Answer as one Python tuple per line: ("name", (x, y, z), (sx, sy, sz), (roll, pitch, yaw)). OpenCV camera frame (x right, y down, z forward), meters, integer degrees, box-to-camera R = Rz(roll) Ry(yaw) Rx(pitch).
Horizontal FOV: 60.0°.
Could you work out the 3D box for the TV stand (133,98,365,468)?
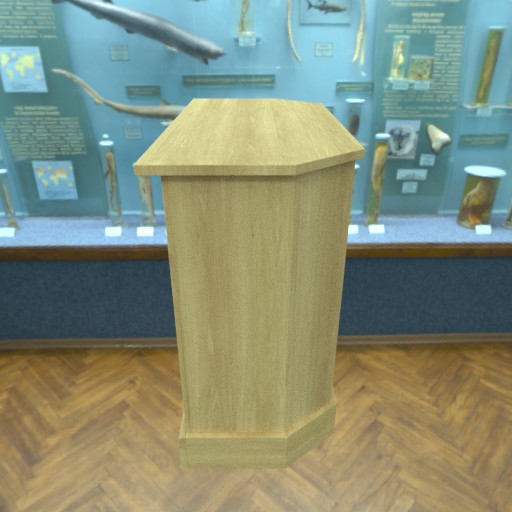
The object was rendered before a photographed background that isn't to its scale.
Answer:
("TV stand", (0.000, 0.000, 1.318), (0.425, 0.781, 0.851), (0, 27, 0))
